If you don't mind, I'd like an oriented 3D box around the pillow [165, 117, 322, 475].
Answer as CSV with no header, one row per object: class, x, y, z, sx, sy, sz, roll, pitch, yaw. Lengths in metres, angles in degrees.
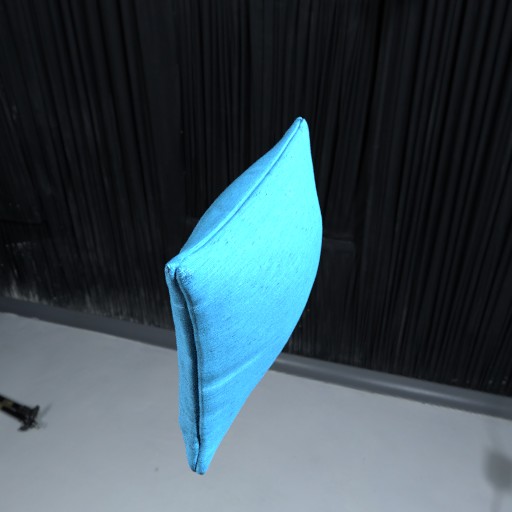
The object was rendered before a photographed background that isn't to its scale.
pillow,0.000,0.000,0.782,0.210,0.338,0.633,9,32,14
